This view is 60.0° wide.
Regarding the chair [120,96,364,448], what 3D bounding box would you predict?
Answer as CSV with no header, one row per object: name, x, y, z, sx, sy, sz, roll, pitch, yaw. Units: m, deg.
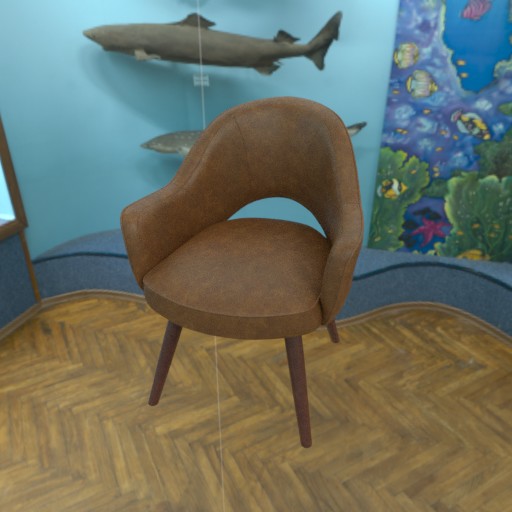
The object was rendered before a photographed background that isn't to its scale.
chair,0.000,0.000,1.248,0.591,0.777,0.640,9,28,16
